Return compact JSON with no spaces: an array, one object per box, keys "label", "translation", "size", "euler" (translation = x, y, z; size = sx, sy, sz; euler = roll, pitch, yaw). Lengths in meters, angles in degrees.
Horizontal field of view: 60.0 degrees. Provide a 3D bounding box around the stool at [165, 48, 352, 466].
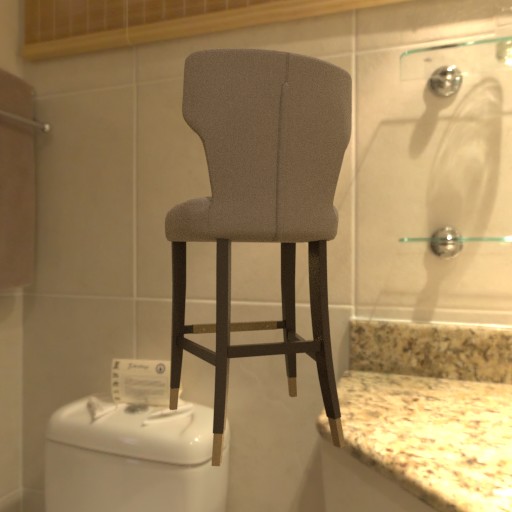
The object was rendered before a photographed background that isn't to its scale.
[{"label":"stool","translation":[0.000,0.000,1.421],"size":[0.526,1.092,0.563],"euler":[0,0,-18]}]
